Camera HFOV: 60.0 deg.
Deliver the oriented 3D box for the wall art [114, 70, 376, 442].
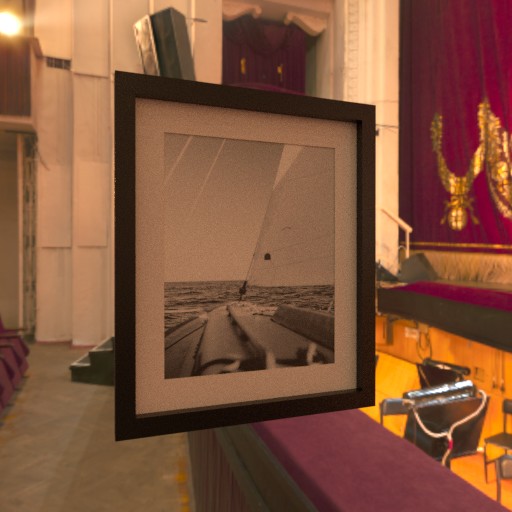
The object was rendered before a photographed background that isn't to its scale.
[{"bbox_3d":[0.000,0.000,0.758,0.461,0.558,0.031,0,0,-20],"label":"wall art"}]
